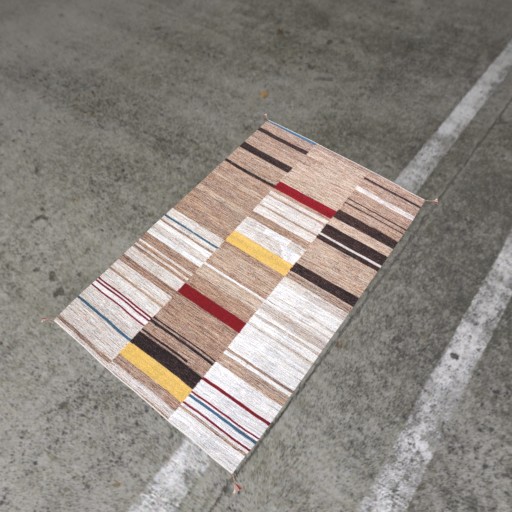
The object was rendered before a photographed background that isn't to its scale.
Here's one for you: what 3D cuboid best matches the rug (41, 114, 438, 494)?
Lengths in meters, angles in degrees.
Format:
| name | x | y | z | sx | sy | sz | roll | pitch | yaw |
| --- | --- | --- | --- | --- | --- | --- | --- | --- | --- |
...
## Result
| name | x | y | z | sx | sy | sz | roll | pitch | yaw |
| --- | --- | --- | --- | --- | --- | --- | --- | --- | --- |
| rug | 0.000 | 0.000 | 2.391 | 1.268 | 0.007 | 1.918 | 33 | 64 | 18 |
